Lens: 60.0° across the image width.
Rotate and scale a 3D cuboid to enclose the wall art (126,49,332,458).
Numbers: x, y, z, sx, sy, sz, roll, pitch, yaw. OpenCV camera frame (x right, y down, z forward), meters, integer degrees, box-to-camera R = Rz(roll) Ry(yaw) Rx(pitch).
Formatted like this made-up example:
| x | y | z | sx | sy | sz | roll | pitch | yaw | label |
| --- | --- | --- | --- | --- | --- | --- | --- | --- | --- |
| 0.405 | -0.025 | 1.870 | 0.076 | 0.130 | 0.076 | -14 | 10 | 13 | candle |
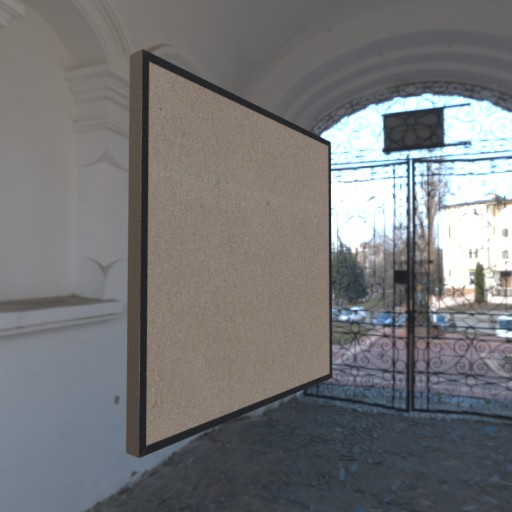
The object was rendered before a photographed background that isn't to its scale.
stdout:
| x | y | z | sx | sy | sz | roll | pitch | yaw | label |
| --- | --- | --- | --- | --- | --- | --- | --- | --- | --- |
| 0.000 | 0.000 | 1.139 | 0.038 | 0.762 | 0.762 | -1 | -2 | 37 | wall art |
